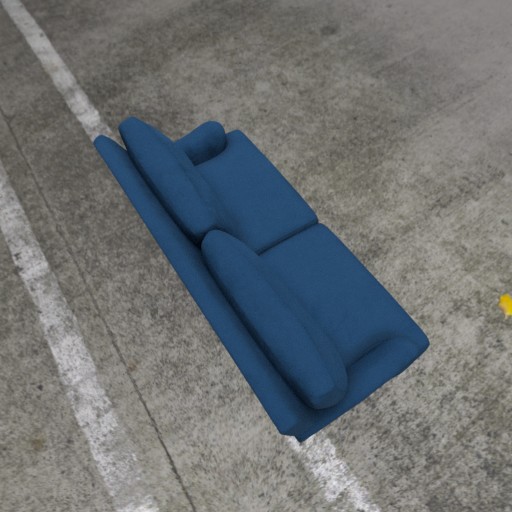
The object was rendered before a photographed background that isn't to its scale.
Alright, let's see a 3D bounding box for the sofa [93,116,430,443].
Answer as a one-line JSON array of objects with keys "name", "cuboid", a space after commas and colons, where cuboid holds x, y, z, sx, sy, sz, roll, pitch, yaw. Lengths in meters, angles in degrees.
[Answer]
[{"name": "sofa", "cuboid": [0.000, 0.000, 2.826, 1.084, 1.101, 2.141, -29, 63, -17]}]
